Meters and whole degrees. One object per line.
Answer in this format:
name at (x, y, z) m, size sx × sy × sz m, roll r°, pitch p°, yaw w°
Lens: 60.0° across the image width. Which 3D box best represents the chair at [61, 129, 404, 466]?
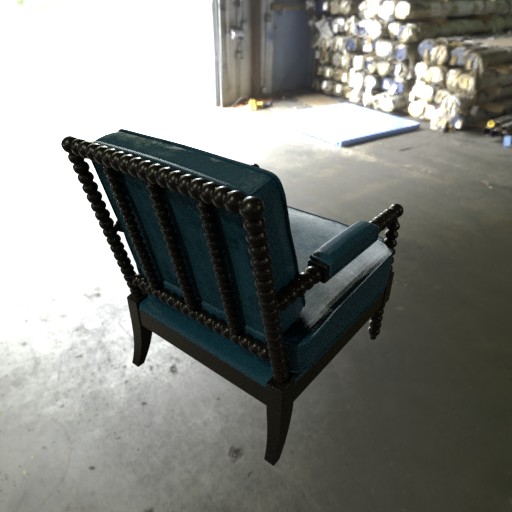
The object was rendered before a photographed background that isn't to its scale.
chair at (0.000, 0.000, 1.423) m, size 0.688 × 0.857 × 0.805 m, roll 23°, pitch 38°, yaw 32°
